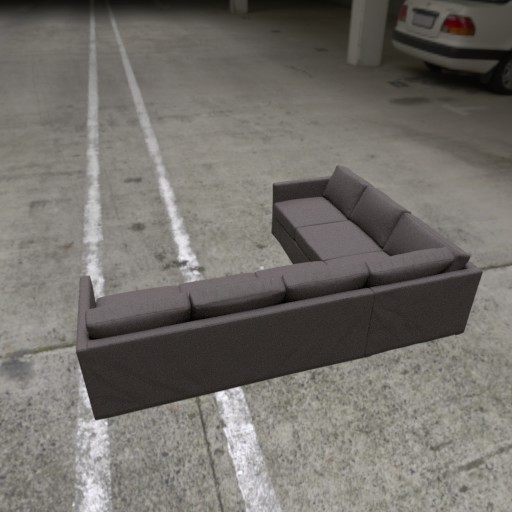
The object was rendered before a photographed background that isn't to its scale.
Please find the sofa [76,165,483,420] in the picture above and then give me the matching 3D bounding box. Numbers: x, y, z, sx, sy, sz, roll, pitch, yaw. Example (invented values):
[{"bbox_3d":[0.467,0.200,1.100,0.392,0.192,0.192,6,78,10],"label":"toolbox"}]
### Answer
[{"bbox_3d":[0.000,0.000,4.342,3.182,0.871,2.432,-9,32,-15],"label":"sofa"}]
